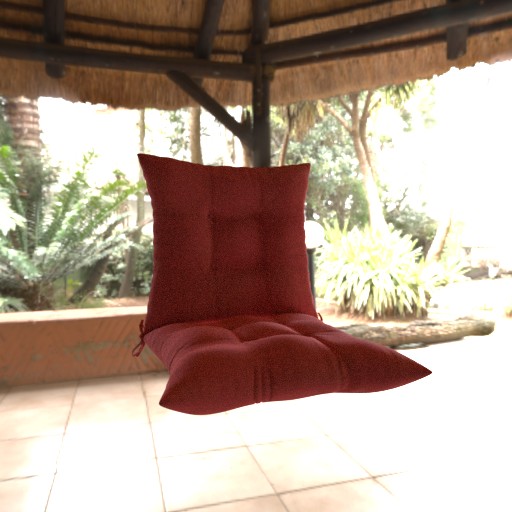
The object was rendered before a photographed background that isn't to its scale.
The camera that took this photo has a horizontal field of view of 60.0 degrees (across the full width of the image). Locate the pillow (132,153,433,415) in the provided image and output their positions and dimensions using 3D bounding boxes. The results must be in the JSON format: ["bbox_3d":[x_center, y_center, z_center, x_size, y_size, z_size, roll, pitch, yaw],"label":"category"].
[{"bbox_3d":[0.000,0.000,1.017,0.541,0.536,0.585,-1,2,-18],"label":"pillow"}]
